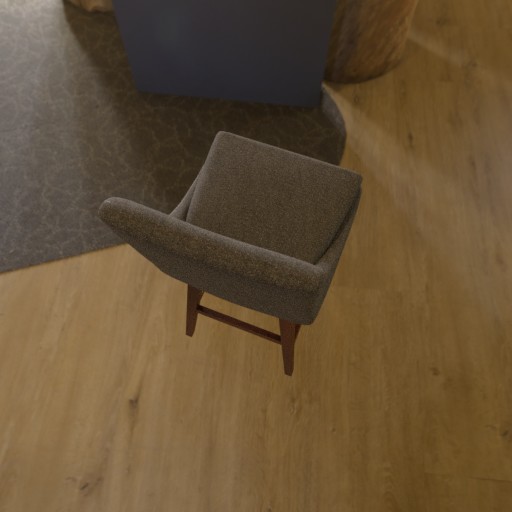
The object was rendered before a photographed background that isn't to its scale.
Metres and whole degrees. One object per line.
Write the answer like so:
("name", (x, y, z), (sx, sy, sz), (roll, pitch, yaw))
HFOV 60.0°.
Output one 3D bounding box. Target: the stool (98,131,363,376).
("stool", (0.000, 0.000, 1.372), (0.489, 1.068, 0.572), (19, 65, 9))
